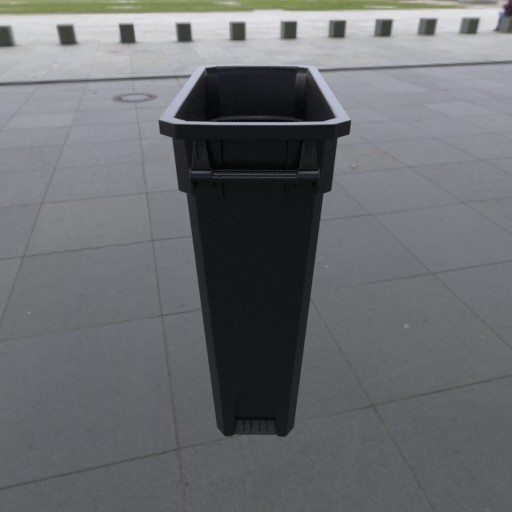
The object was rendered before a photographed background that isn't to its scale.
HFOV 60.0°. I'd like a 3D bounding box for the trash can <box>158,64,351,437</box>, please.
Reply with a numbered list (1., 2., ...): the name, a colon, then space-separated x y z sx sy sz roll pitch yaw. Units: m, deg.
1. trash can: 0.000 0.000 1.048 0.281 0.762 0.559 0 32 0
